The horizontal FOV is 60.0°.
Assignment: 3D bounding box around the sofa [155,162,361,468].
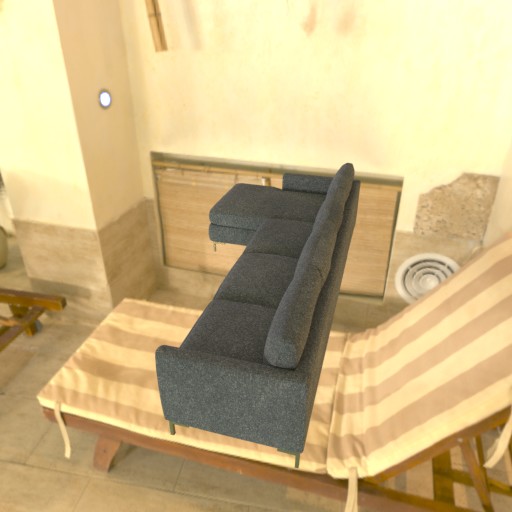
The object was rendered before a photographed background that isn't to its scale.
[{"bbox_3d":[0.000,0.000,3.484,1.350,0.810,2.932,8,30,14],"label":"sofa"}]
